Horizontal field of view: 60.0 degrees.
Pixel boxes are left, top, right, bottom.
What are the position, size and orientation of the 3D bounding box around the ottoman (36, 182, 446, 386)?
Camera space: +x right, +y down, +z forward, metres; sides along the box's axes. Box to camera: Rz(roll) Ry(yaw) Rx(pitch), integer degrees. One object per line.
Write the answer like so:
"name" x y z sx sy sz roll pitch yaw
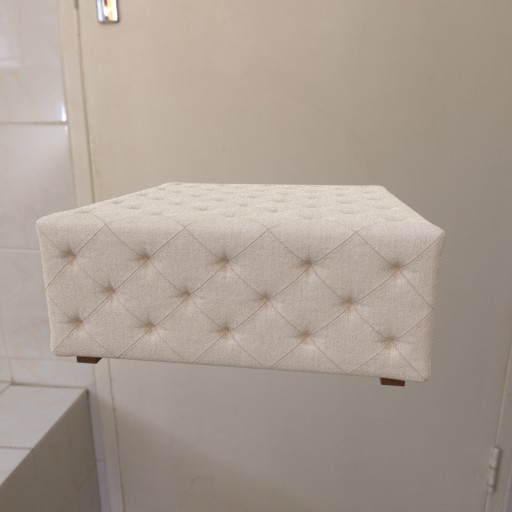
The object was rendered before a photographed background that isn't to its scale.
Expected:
"ottoman" 0.000 0.000 1.609 1.028 0.439 1.028 2 15 8
